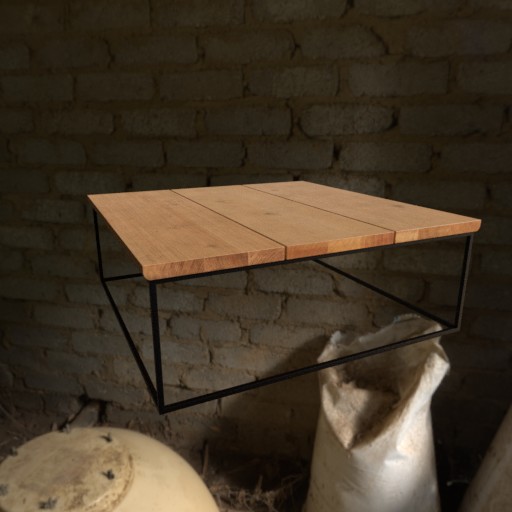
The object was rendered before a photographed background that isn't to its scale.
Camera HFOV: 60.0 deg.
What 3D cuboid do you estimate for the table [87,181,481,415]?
[{"bbox_3d":[0.000,0.000,1.747,1.100,0.400,1.100,-8,19,-25],"label":"table"}]
